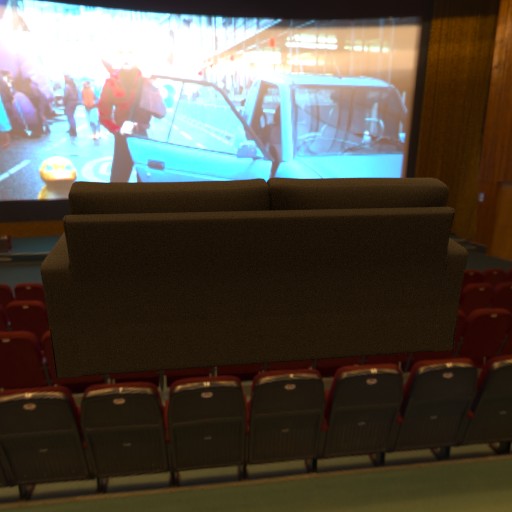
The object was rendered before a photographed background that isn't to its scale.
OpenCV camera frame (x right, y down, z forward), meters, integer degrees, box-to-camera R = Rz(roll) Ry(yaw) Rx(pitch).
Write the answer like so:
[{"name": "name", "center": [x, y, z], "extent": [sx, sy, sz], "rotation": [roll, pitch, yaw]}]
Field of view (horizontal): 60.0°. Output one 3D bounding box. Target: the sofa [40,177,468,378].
[{"name": "sofa", "center": [0.000, 0.000, 2.279], "extent": [1.852, 0.839, 0.898], "rotation": [-2, 14, -8]}]
